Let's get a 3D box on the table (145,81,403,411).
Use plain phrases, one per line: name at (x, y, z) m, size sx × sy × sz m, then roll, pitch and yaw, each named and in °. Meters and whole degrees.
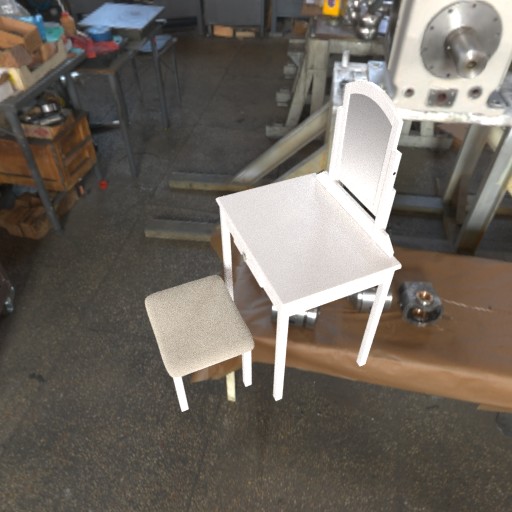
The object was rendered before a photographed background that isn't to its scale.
table at (0.000, 0.000, 2.342) m, size 1.211 × 1.631 × 0.876 m, roll -17°, pitch 47°, yaw -17°
